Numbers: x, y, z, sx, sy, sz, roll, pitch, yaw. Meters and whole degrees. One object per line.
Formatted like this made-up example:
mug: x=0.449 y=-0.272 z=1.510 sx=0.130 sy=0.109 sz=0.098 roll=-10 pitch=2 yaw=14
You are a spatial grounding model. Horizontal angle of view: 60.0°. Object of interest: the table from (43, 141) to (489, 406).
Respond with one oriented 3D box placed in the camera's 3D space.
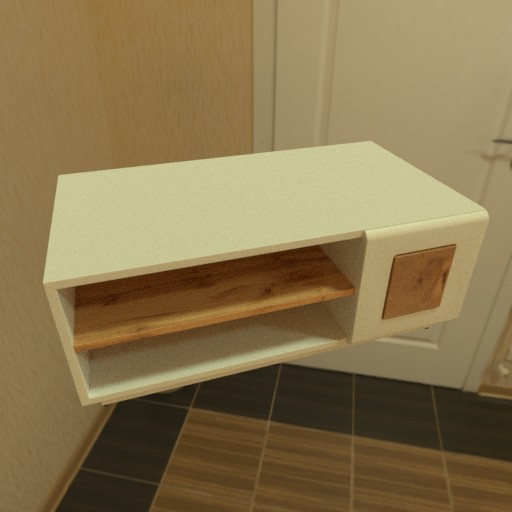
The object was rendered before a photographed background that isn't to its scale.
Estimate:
table: x=0.000 y=0.000 z=1.393 sx=1.097 sy=0.442 sz=0.639 roll=-10 pitch=34 yaw=-15
